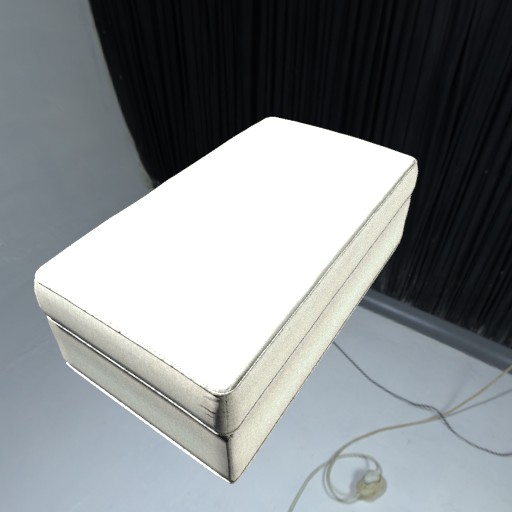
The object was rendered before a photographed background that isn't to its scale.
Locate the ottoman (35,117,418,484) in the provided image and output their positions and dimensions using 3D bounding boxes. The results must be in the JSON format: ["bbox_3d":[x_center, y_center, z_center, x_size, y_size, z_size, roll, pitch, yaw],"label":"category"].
[{"bbox_3d":[0.000,0.000,1.388,0.617,0.448,1.097,24,47,25],"label":"ottoman"}]
